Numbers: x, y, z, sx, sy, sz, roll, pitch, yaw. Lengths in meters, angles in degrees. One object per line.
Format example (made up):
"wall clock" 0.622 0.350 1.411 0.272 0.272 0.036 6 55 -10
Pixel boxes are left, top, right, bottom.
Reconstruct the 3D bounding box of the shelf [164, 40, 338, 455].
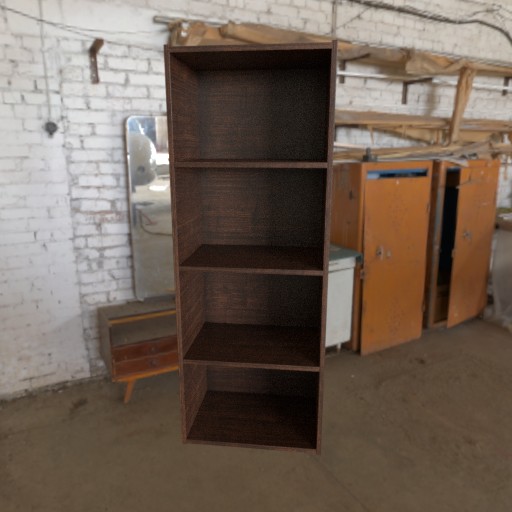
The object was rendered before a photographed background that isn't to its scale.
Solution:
"shelf" 0.000 0.000 1.306 0.415 1.099 0.290 2 14 7
